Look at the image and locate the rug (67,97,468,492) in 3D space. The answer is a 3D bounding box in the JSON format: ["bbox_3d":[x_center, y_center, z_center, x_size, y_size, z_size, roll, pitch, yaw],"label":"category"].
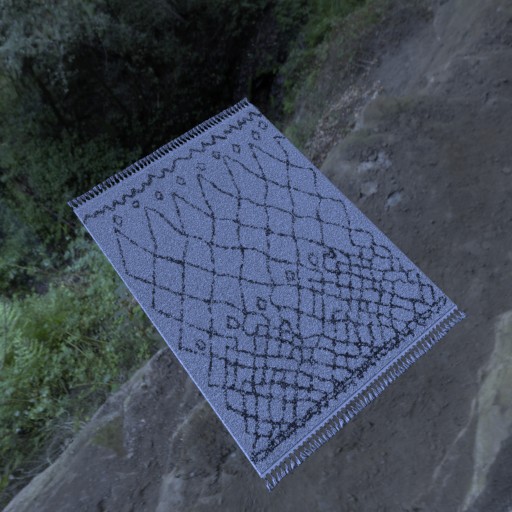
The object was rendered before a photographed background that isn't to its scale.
[{"bbox_3d":[0.000,0.000,2.986,1.613,0.017,2.312,-35,70,-15],"label":"rug"}]
